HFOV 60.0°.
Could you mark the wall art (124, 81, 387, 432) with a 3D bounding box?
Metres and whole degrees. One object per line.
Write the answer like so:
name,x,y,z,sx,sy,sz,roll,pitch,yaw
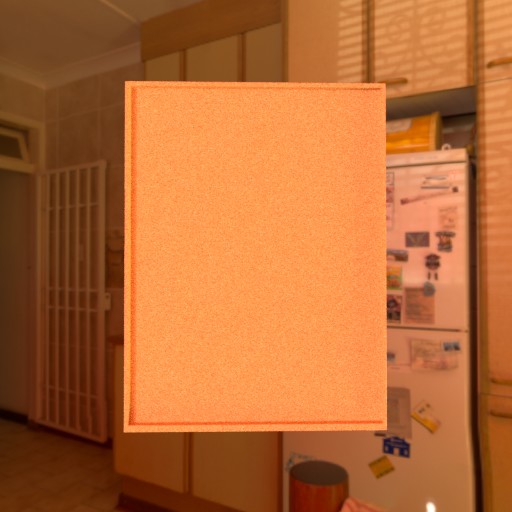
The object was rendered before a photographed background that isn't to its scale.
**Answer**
wall art,0.000,0.000,1.303,0.762,1.015,0.031,0,-1,-1
